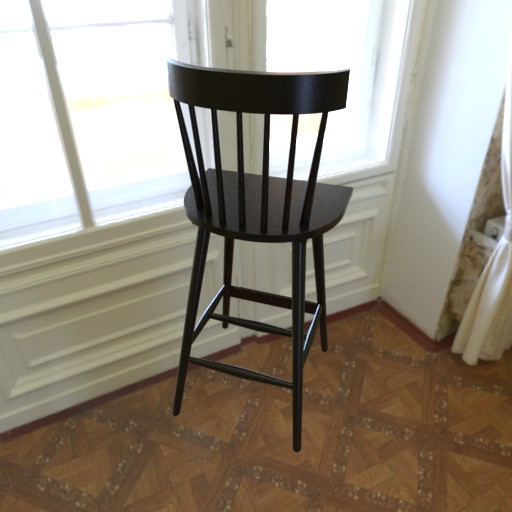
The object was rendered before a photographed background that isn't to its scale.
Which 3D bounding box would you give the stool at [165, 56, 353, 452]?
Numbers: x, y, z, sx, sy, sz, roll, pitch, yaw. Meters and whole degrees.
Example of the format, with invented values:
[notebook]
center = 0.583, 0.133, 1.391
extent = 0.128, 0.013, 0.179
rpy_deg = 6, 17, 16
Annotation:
[stool]
center = 0.000, 0.000, 1.338
extent = 0.482, 1.092, 0.483
rpy_deg = 10, 35, 15
